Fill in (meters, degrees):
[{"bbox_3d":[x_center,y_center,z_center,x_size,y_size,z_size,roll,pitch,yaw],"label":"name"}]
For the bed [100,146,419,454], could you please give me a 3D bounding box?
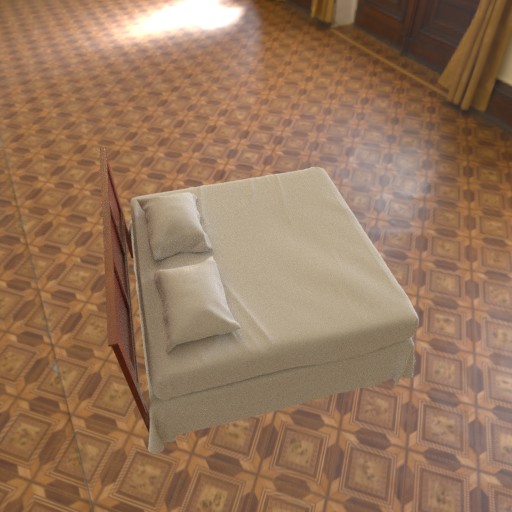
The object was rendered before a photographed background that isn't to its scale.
[{"bbox_3d":[0.000,0.000,3.721,2.219,1.271,2.314,-11,47,-10],"label":"bed"}]
